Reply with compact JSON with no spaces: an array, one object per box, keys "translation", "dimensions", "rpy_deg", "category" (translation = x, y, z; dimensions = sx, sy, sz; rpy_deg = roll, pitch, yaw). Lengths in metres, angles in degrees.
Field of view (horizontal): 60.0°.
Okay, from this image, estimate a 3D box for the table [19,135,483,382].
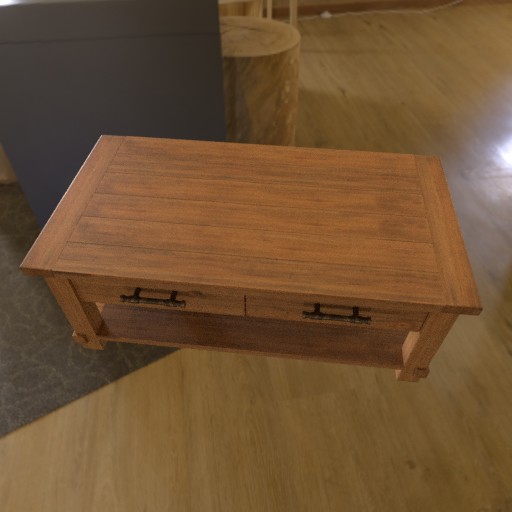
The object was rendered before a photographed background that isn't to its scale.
[{"translation":[0.000,0.000,1.610],"dimensions":[1.270,0.494,0.693],"rpy_deg":[5,48,4],"category":"table"}]
